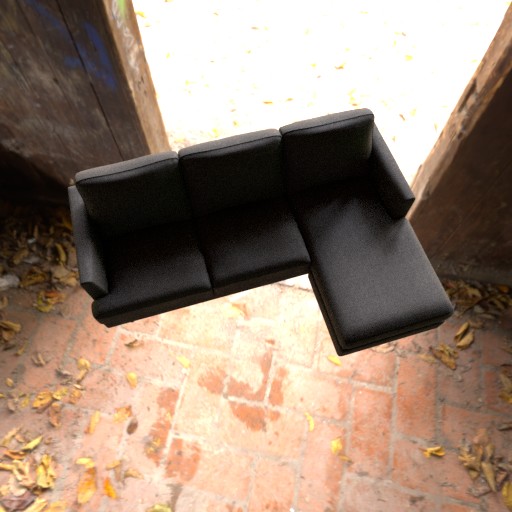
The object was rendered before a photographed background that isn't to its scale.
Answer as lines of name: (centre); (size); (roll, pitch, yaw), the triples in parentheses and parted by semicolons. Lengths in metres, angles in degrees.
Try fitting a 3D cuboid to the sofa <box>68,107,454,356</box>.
sofa: (0.000, 0.000, 2.991); (2.233, 0.956, 1.504); (-15, 64, -7)
